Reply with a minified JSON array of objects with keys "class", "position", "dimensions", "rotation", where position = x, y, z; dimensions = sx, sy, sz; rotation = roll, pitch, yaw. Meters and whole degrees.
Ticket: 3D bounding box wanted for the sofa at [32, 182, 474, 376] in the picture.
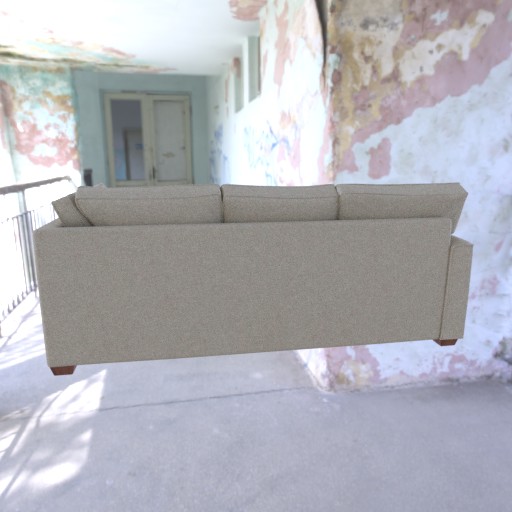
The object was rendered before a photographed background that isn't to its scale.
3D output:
[{"class":"sofa","position":[0.000,0.000,2.816],"dimensions":[2.317,0.962,1.061],"rotation":[-2,13,-9]}]
